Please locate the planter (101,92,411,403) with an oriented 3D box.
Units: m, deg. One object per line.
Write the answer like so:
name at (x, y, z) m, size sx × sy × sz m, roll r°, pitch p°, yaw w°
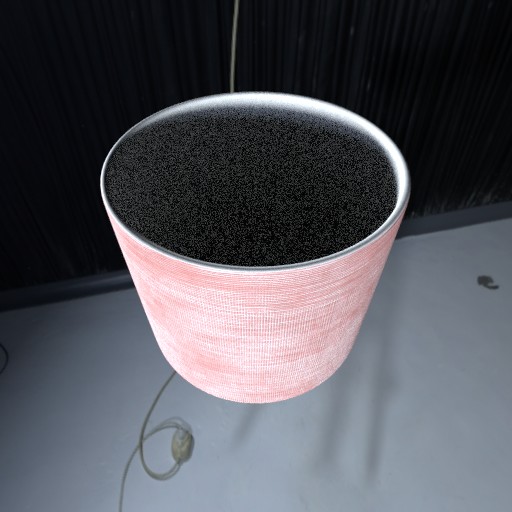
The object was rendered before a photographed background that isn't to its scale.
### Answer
planter at (0.000, 0.000, 0.786) m, size 0.440 × 0.398 × 0.440 m, roll 0°, pitch 46°, yaw 0°
